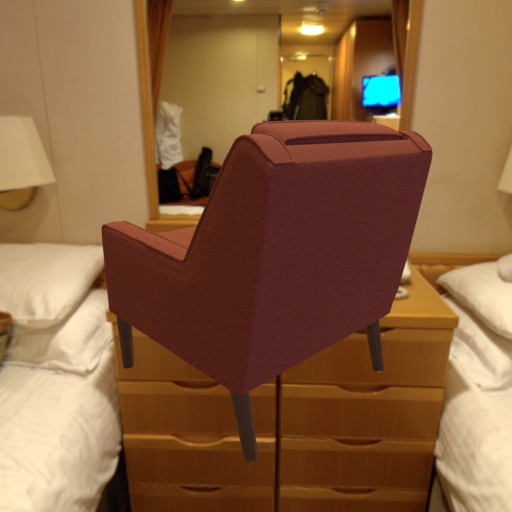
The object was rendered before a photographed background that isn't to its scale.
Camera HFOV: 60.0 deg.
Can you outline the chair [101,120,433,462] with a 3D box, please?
[{"bbox_3d":[0.000,0.000,1.389,0.680,0.812,0.770,-16,23,-42],"label":"chair"}]
